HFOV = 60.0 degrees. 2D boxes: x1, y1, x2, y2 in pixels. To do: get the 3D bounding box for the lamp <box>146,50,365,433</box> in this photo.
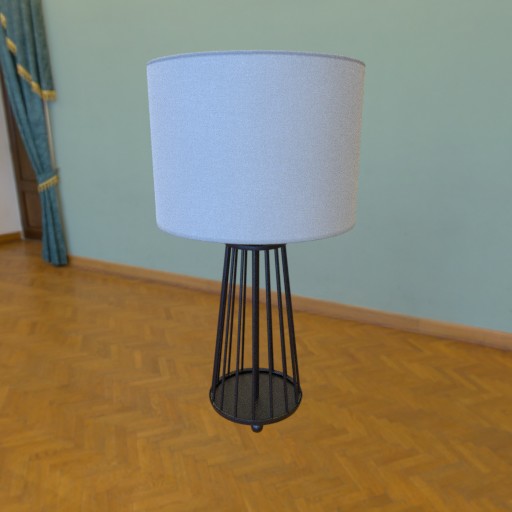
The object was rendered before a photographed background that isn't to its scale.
[{"bbox_3d":[0.000,0.000,0.752,0.322,0.593,0.322,8,18,24],"label":"lamp"}]
